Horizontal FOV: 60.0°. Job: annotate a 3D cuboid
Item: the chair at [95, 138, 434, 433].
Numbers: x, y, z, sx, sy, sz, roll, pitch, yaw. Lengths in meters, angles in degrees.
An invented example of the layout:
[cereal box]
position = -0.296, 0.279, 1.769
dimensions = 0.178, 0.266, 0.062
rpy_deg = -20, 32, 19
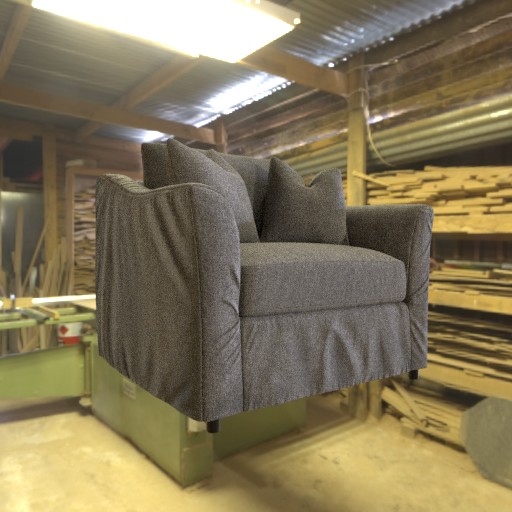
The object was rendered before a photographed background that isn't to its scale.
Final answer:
[chair]
position = 0.000, 0.000, 2.037
dimensions = 1.194, 1.059, 1.071
rpy_deg = 0, 1, -35
